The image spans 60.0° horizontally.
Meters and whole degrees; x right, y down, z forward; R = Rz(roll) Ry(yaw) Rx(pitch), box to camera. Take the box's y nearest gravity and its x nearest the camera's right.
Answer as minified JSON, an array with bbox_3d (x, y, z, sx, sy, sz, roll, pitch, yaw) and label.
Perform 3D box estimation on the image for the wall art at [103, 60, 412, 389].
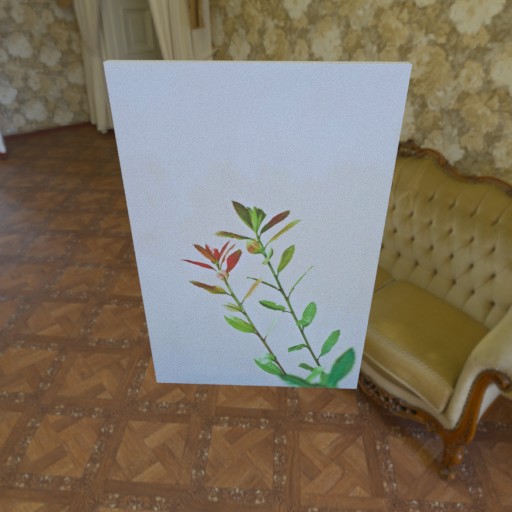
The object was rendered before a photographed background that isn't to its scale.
[{"bbox_3d":[0.000,0.000,1.411,0.764,1.143,0.038,1,32,2],"label":"wall art"}]
